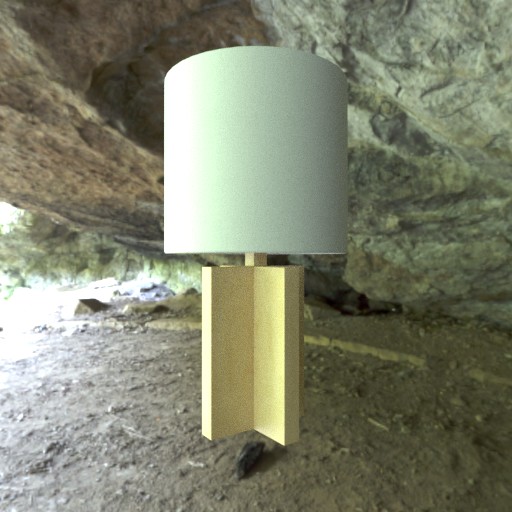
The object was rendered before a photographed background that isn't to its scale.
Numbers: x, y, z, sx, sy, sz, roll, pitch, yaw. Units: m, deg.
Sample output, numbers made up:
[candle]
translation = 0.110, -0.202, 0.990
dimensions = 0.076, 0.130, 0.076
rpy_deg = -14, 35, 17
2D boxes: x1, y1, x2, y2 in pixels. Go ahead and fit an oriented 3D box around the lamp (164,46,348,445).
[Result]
[lamp]
translation = 0.000, 0.000, 0.564
dimensions = 0.229, 0.428, 0.229
rpy_deg = 0, 0, -35
